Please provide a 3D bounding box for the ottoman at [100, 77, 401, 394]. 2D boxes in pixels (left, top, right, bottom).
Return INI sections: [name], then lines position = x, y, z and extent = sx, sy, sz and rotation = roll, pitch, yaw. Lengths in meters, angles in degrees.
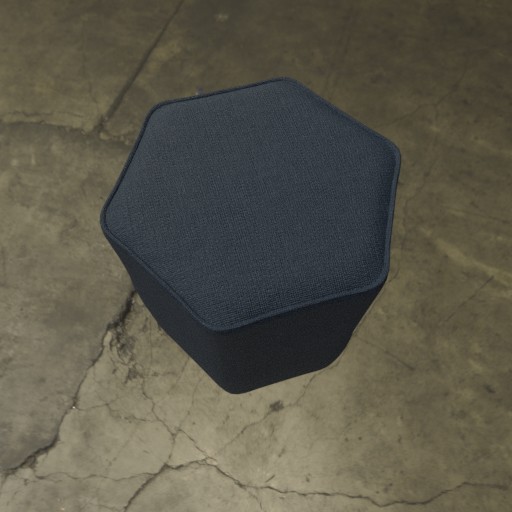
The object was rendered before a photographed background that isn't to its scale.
[ottoman]
position = 0.000, 0.000, 0.902
extent = 0.454, 0.505, 0.492
rotation = 15, 64, 8
